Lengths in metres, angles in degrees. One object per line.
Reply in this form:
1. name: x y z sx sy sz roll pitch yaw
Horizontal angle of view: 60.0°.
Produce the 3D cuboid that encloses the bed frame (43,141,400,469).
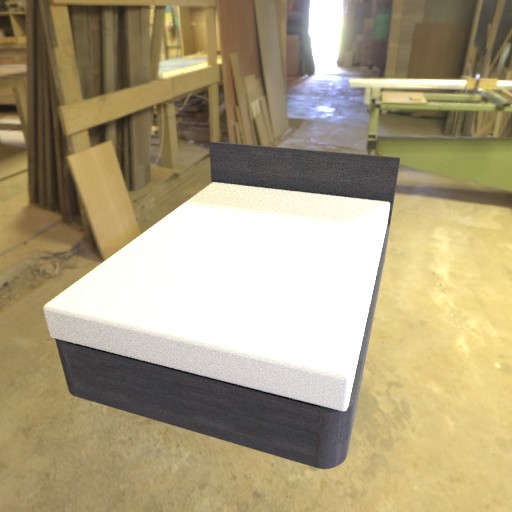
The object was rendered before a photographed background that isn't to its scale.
1. bed frame: 0.000 0.000 2.581 1.400 0.800 1.900 9 29 17
